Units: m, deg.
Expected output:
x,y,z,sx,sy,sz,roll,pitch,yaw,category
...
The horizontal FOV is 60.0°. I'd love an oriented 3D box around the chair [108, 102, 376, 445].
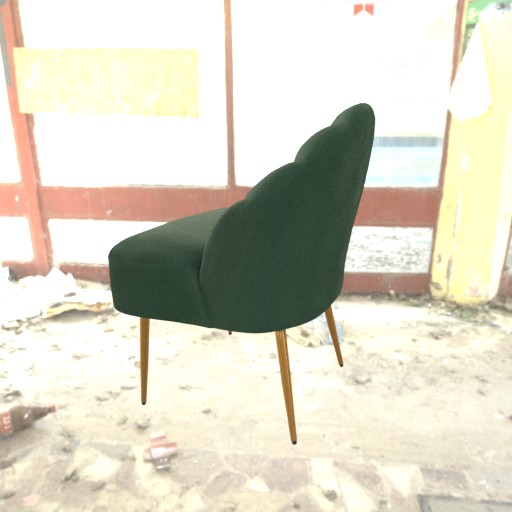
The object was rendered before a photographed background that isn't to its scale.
x,y,z,sx,sy,sz,roll,pitch,yaw,category
0.000,0.000,1.270,0.599,0.819,0.657,8,18,25,chair
